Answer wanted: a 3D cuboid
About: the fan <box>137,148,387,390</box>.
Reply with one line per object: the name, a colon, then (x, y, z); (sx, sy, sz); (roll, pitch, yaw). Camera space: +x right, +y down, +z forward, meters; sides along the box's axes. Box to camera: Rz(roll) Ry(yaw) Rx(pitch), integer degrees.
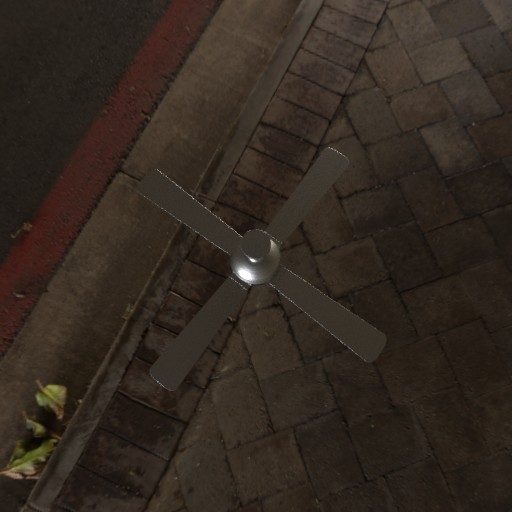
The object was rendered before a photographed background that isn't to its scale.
fan: (0.000, 0.000, 1.989); (1.321, 0.381, 1.321); (-31, 77, -8)
